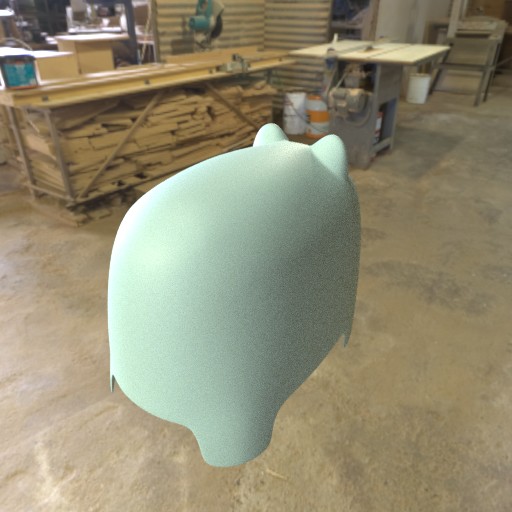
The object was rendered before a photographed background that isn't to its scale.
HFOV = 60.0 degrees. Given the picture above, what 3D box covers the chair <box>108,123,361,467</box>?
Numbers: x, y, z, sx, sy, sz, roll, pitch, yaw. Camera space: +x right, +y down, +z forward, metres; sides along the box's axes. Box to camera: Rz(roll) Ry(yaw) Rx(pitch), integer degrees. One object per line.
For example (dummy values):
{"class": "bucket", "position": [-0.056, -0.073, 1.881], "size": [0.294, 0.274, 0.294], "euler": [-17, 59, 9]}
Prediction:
{"class": "chair", "position": [0.000, 0.000, 0.848], "size": [0.364, 0.423, 0.619], "euler": [21, 37, 31]}
